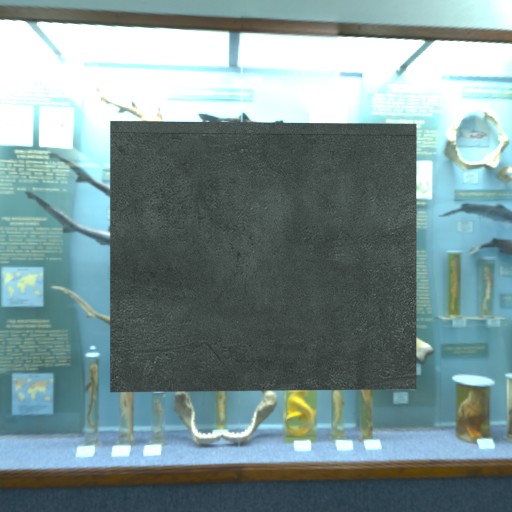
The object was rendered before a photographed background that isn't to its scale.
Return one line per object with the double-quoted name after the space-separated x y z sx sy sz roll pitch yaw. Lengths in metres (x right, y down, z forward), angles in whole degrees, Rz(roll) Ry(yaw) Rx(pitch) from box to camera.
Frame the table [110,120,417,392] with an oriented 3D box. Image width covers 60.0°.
0.000 0.000 0.926 0.400 0.350 0.700 0 0 -2 "table"
